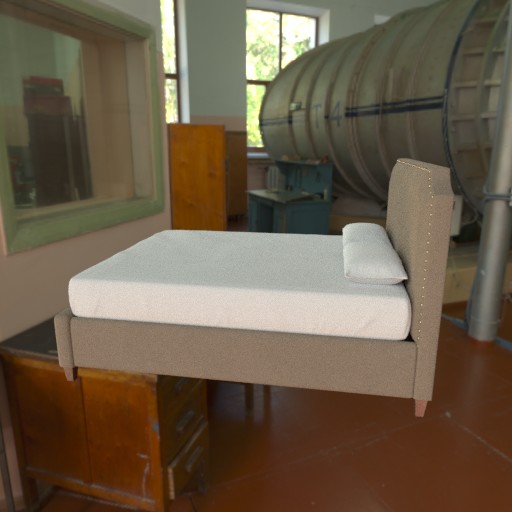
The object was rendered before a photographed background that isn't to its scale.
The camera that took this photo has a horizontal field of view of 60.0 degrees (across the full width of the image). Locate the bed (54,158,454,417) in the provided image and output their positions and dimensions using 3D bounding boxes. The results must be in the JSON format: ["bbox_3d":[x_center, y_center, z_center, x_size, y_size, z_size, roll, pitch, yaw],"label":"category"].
[{"bbox_3d":[0.000,0.000,3.364,2.329,1.415,1.703,3,15,10],"label":"bed"}]
